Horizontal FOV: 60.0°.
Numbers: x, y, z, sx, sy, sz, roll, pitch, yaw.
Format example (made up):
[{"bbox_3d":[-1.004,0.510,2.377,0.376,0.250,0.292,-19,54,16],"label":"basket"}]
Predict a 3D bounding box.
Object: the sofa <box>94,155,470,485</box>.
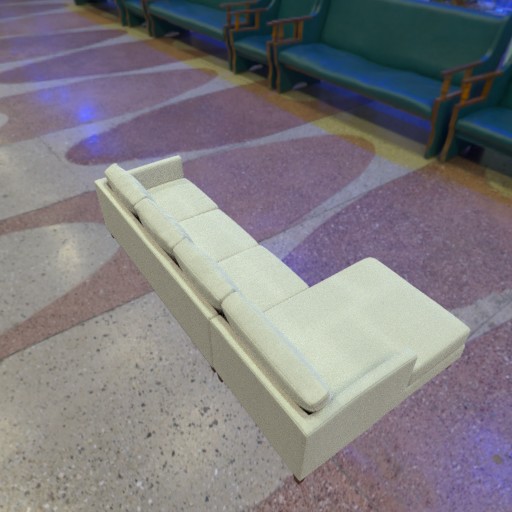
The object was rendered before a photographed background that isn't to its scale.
[{"bbox_3d":[0.000,0.000,3.835,1.625,0.861,3.186,-25,47,-26],"label":"sofa"}]
